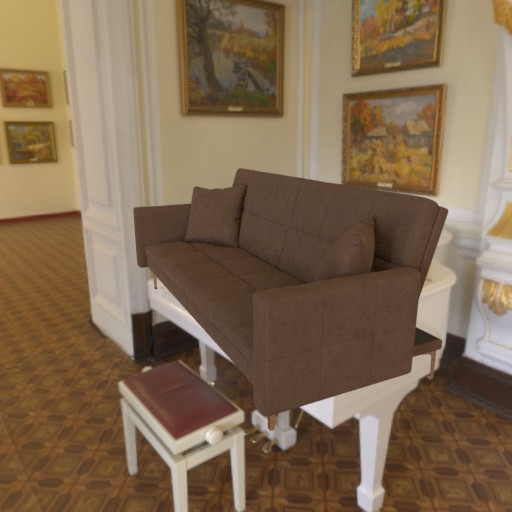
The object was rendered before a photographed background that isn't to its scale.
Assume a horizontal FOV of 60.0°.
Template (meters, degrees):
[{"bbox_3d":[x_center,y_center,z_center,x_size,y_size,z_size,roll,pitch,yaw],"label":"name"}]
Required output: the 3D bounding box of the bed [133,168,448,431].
[{"bbox_3d":[0.000,0.000,2.339,0.889,0.787,1.905,-7,17,-25],"label":"bed"}]
